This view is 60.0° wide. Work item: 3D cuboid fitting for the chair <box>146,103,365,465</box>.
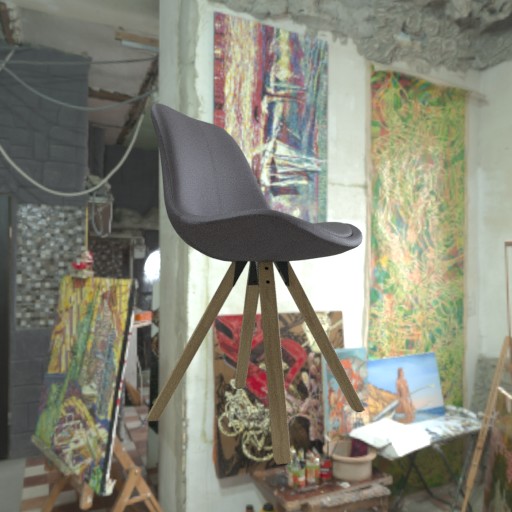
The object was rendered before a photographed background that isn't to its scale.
[{"bbox_3d":[0.000,0.000,1.207,0.547,0.865,0.483,-1,-1,35],"label":"chair"}]
